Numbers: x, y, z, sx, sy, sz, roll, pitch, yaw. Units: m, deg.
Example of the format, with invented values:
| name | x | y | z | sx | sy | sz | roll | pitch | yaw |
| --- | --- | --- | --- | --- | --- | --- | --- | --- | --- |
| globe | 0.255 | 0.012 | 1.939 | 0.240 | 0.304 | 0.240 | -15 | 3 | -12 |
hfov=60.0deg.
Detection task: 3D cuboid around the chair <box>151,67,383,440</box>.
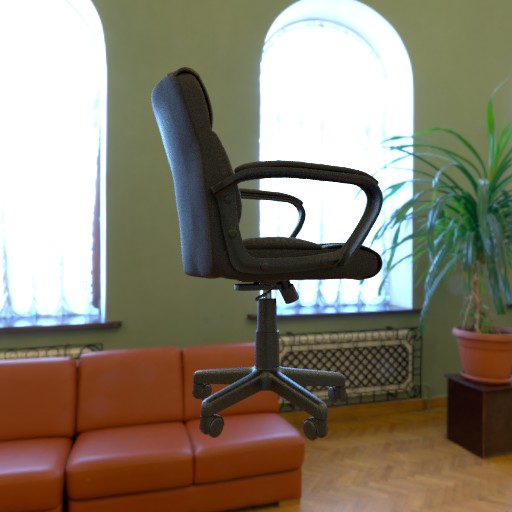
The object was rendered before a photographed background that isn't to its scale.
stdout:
| name | x | y | z | sx | sy | sz | roll | pitch | yaw |
| --- | --- | --- | --- | --- | --- | --- | --- | --- | --- |
| chair | 0.000 | 0.000 | 1.398 | 0.641 | 0.998 | 0.576 | 0 | 0 | -18 |
